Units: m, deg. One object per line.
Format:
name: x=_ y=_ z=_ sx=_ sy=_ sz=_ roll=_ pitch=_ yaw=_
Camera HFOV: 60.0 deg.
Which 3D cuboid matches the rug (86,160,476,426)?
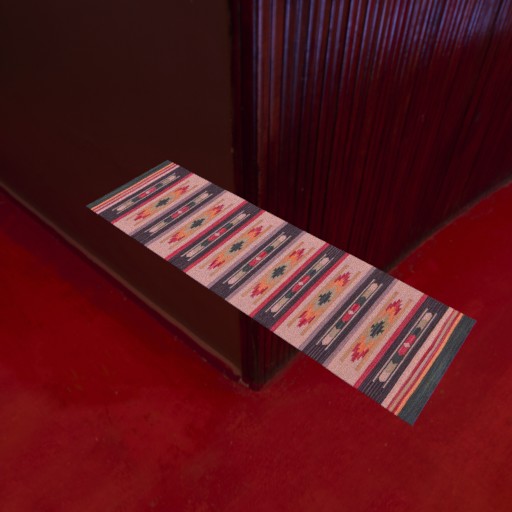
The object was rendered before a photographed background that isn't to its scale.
rug: x=0.000 y=0.000 z=2.720 sx=2.440 sy=0.009 sz=0.760 roll=30 pitch=52 yaw=27
